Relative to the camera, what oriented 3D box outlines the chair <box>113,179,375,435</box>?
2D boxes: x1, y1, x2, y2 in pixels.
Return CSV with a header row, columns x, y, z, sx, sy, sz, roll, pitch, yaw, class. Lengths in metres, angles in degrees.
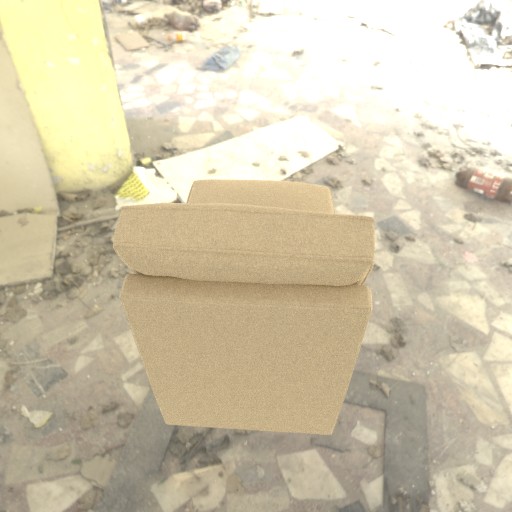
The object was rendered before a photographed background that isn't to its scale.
x,y,z,sx,sy,sz,roll,pitch,yaw,class
0.000,0.000,1.592,0.621,0.970,0.938,3,46,3,chair
